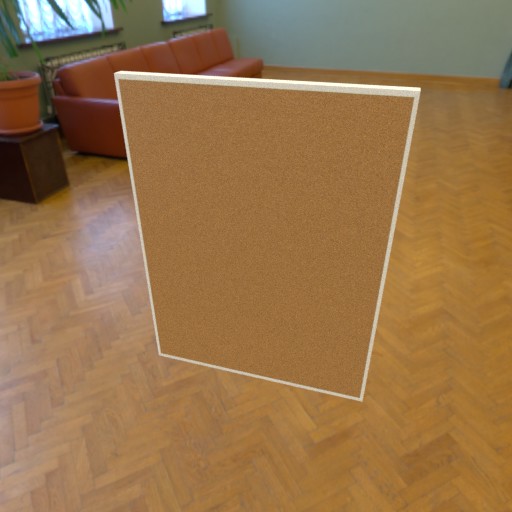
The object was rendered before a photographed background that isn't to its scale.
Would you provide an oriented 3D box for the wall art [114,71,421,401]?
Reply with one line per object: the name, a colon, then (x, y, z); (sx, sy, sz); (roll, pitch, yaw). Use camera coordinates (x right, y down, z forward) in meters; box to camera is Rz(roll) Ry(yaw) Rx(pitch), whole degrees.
wall art: (0.000, 0.000, 1.399); (0.795, 1.050, 0.039); (9, 33, 14)
